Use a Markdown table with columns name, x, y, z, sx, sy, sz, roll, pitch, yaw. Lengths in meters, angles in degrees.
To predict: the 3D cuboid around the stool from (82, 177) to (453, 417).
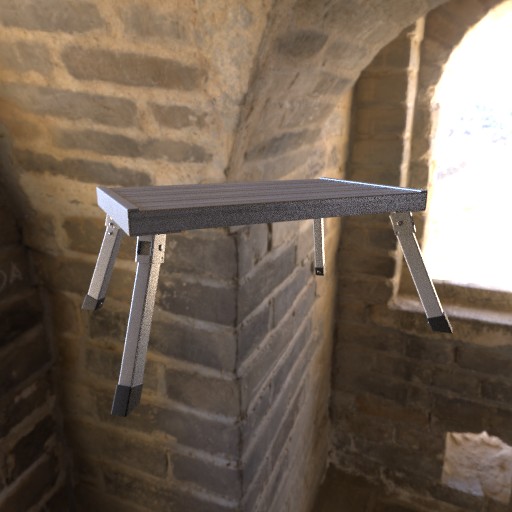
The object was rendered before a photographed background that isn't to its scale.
| name | x | y | z | sx | sy | sz | roll | pitch | yaw |
| --- | --- | --- | --- | --- | --- | --- | --- | --- | --- |
| stool | 0.000 | 0.000 | 0.739 | 0.535 | 0.225 | 0.385 | -7 | 16 | -25 |
